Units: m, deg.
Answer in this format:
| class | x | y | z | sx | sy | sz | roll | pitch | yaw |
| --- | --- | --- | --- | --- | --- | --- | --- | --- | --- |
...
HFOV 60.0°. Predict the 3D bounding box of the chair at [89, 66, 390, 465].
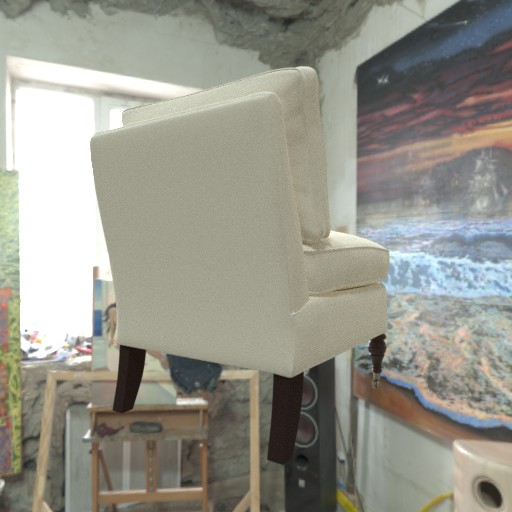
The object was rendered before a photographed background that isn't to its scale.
| class | x | y | z | sx | sy | sz | roll | pitch | yaw |
| --- | --- | --- | --- | --- | --- | --- | --- | --- | --- |
| chair | 0.000 | 0.000 | 1.367 | 0.630 | 0.887 | 0.781 | 0 | 1 | 35 |
